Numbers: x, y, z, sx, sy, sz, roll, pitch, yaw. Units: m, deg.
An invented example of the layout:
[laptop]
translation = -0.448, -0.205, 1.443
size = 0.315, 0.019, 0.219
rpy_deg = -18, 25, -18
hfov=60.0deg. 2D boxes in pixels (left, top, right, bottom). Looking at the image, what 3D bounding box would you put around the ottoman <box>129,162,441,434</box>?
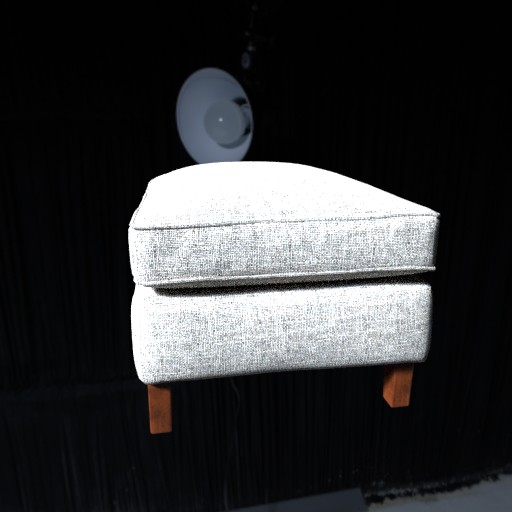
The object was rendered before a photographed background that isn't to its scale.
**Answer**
[ottoman]
translation = 0.000, 0.000, 0.985
size = 0.508, 0.406, 0.686
rpy_deg = -3, 16, -9
